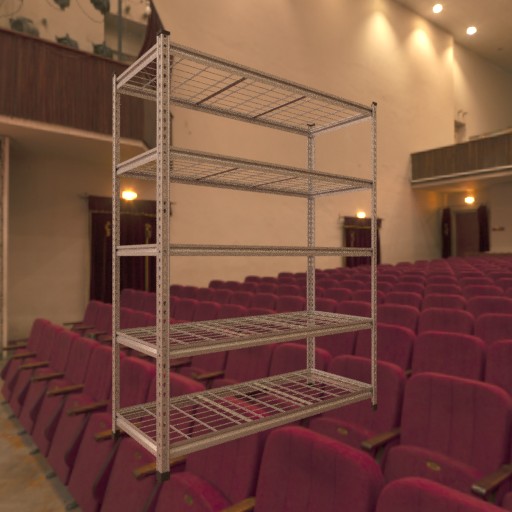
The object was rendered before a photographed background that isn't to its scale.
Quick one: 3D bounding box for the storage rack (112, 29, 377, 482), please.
[{"bbox_3d":[0.000,0.000,2.639,1.524,1.981,0.610,0,0,-38],"label":"storage rack"}]
